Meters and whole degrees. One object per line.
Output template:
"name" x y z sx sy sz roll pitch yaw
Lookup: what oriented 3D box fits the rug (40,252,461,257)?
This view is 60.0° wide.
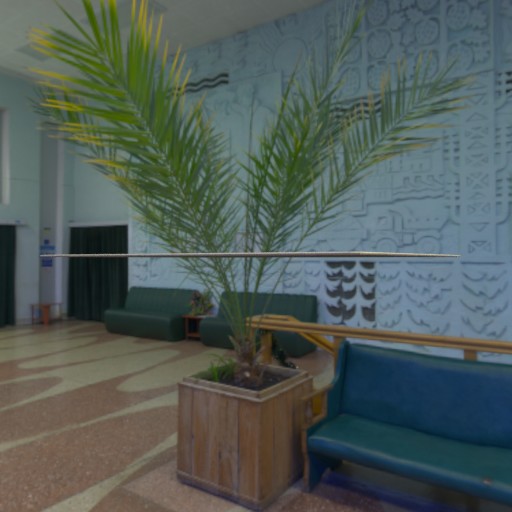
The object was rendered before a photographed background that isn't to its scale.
"rug" 0.000 0.000 4.091 3.039 0.018 2.462 0 -1 35
